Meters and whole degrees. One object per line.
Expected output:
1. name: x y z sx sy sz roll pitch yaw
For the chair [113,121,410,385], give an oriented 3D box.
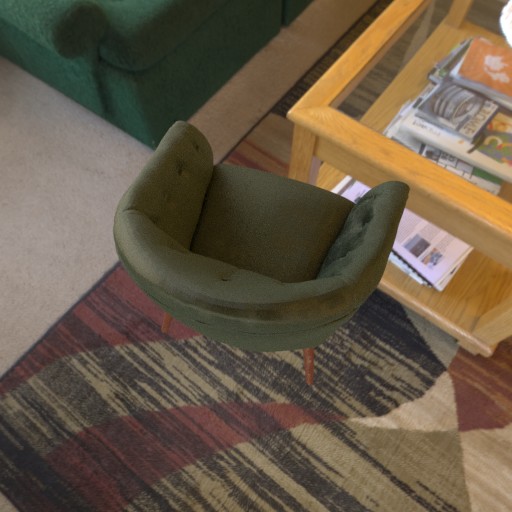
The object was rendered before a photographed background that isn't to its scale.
1. chair: 0.000 0.000 1.543 0.851 0.885 0.776 18 65 8
